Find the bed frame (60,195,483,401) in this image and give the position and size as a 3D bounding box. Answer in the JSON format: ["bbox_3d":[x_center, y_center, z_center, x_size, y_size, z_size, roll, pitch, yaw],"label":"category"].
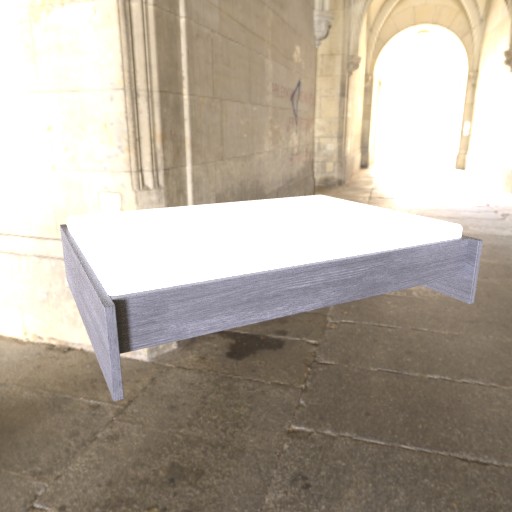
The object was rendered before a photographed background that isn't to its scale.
[{"bbox_3d":[0.000,0.000,2.590,1.950,0.432,1.490,-9,18,-27],"label":"bed frame"}]
